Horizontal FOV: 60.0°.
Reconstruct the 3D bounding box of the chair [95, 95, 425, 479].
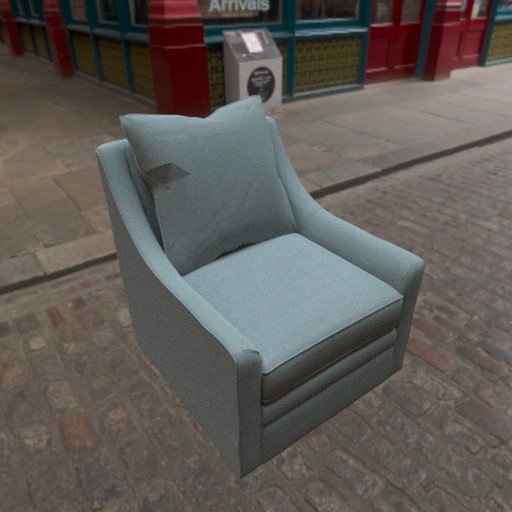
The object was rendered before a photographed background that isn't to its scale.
[{"bbox_3d":[0.000,0.000,1.574,0.760,0.926,0.870,-21,36,-31],"label":"chair"}]
